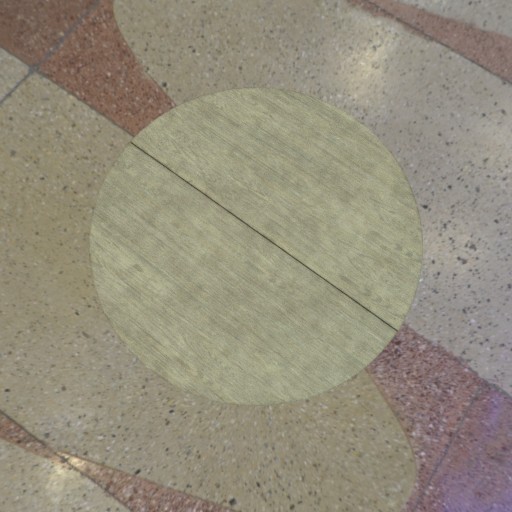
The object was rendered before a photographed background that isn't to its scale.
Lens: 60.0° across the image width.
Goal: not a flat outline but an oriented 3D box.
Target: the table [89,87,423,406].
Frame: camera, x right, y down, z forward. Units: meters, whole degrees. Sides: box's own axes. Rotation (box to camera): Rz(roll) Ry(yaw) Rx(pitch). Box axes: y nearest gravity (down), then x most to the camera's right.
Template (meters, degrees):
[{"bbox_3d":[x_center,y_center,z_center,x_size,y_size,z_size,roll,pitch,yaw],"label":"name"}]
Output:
[{"bbox_3d":[0.000,0.000,2.188,1.363,0.781,1.363,0,75,0],"label":"table"}]
